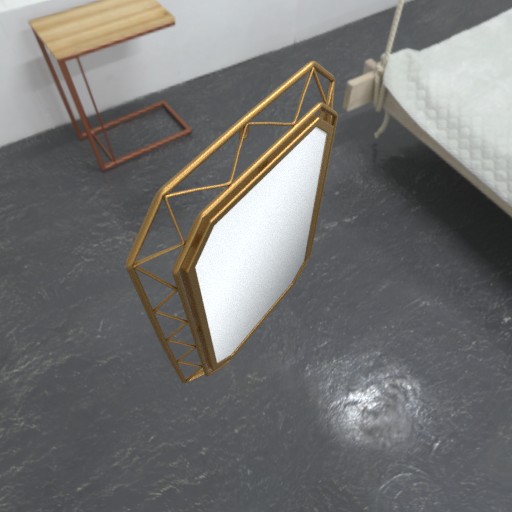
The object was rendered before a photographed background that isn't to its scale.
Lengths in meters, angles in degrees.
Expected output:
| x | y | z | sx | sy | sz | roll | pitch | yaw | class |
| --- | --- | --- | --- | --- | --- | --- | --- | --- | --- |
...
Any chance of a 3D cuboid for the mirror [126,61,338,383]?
| x | y | z | sx | sy | sz | roll | pitch | yaw | class |
| --- | --- | --- | --- | --- | --- | --- | --- | --- | --- |
| 0.000 | 0.000 | 0.740 | 0.042 | 0.566 | 0.417 | 34 | 64 | 19 | mirror |
